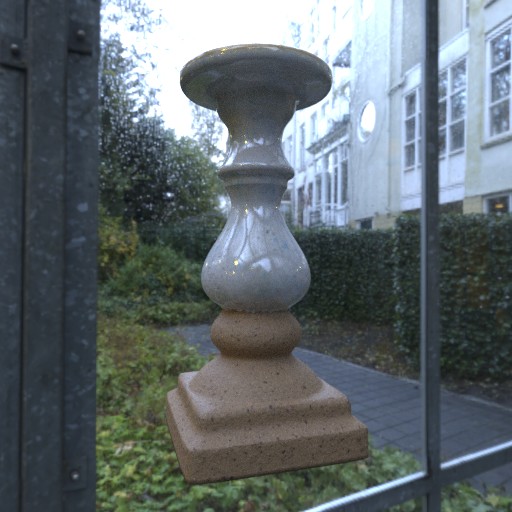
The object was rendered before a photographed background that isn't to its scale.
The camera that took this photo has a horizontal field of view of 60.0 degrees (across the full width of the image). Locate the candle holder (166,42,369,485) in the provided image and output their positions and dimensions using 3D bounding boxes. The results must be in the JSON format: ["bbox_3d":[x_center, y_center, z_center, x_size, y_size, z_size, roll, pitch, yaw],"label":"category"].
[{"bbox_3d":[0.000,0.000,0.296,0.110,0.239,0.110,0,0,-17],"label":"candle holder"}]
